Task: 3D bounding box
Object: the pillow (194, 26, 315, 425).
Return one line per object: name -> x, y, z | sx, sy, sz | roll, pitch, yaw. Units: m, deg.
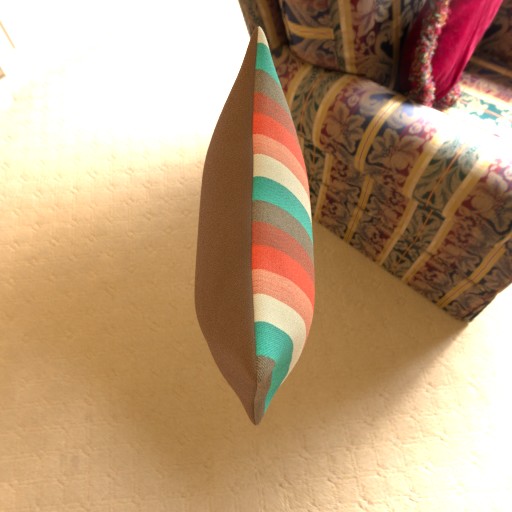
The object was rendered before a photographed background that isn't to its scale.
pillow -> 0.000, 0.000, 0.678 | 0.168, 0.443, 0.453 | 0, 64, 0
